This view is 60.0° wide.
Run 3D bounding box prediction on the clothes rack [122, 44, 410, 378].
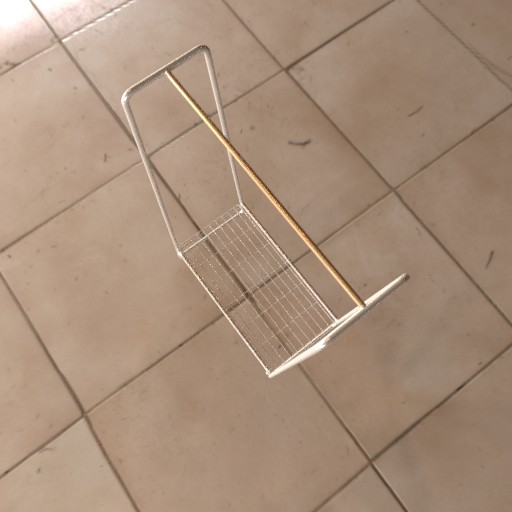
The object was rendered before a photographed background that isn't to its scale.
[{"bbox_3d":[0.000,0.000,1.903,0.495,1.500,0.900,-36,77,-9],"label":"clothes rack"}]
